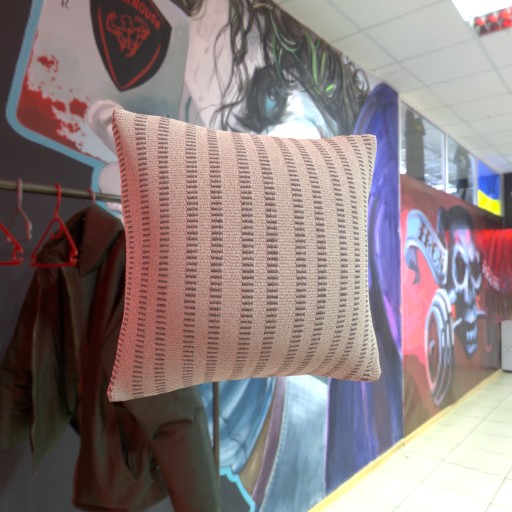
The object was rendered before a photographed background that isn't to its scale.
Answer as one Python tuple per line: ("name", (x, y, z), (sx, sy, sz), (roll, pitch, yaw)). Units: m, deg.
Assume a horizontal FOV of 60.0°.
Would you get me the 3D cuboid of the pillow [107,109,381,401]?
("pillow", (0.000, 0.000, 0.693), (0.438, 0.419, 0.247), (1, -2, -17))
